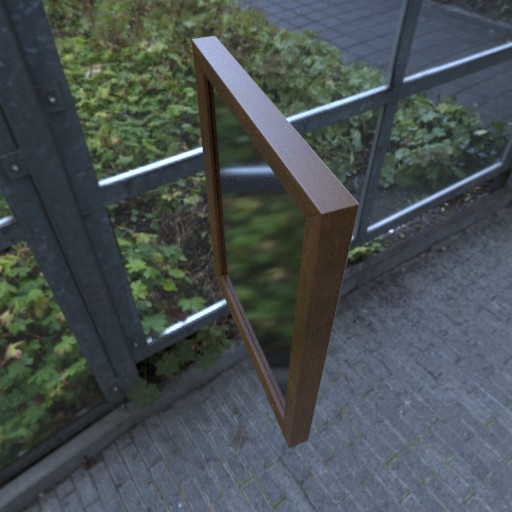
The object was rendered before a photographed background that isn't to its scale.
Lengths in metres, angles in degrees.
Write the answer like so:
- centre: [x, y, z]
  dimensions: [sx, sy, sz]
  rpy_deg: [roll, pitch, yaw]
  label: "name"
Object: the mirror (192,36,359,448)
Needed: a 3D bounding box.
- centre: [0.000, 0.000, 0.684]
  dimensions: [0.041, 0.508, 0.405]
  rpy_deg: [-16, 48, -14]
  label: "mirror"
